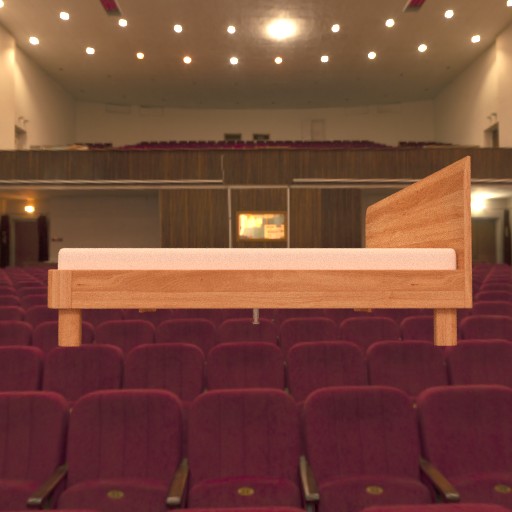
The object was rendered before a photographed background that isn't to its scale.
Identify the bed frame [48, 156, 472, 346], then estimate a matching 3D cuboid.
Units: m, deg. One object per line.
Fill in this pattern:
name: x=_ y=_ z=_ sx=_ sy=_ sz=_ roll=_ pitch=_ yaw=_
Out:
bed frame: x=0.000 y=0.000 z=3.093 sx=2.092 sy=0.940 sz=1.872 roll=0 pitch=-1 yaw=-1
